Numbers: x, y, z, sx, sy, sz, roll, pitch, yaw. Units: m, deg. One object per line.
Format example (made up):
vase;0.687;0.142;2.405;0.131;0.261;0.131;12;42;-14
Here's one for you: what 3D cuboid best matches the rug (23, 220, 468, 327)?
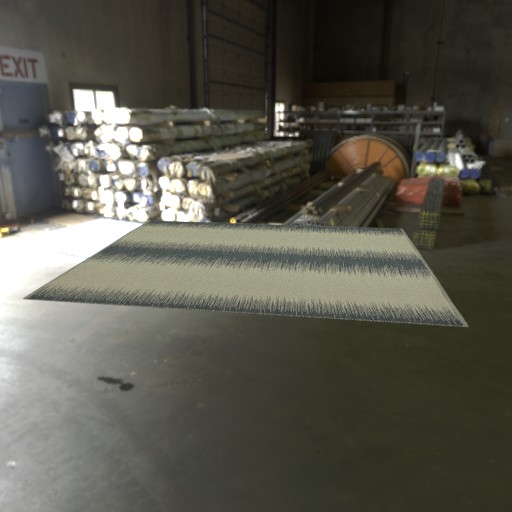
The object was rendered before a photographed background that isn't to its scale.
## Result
rug;0.000;0.000;4.105;3.037;0.004;2.453;3;18;8
